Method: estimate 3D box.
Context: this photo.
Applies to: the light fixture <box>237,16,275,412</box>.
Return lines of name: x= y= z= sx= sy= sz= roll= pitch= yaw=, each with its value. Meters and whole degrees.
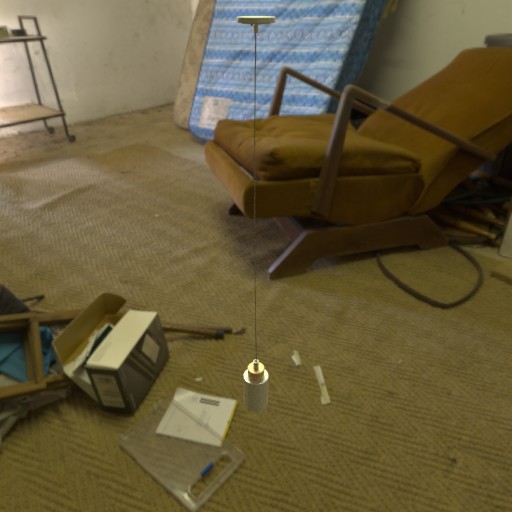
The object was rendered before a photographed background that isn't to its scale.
light fixture: x=0.000 y=0.000 z=1.891 sx=0.125 sy=1.798 sz=0.125 roll=11 pitch=32 yaw=18
